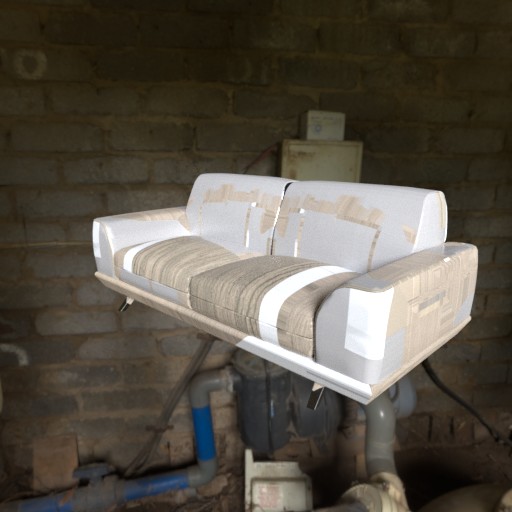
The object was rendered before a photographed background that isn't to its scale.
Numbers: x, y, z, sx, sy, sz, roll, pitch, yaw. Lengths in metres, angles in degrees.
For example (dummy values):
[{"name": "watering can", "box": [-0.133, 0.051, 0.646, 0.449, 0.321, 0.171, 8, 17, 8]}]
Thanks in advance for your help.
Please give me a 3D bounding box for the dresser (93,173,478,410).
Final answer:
[{"name": "dresser", "box": [0.000, 0.000, 5.670, 4.679, 1.863, 2.251, 14, 20, 42]}]
